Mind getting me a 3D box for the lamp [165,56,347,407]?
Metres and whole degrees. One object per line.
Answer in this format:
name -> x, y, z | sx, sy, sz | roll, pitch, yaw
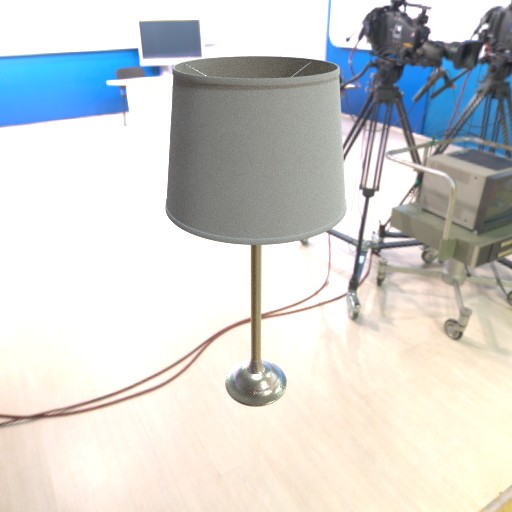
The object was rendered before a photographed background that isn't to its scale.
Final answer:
lamp -> 0.000, 0.000, 0.877 | 0.331, 0.698, 0.331 | 0, 30, 0
